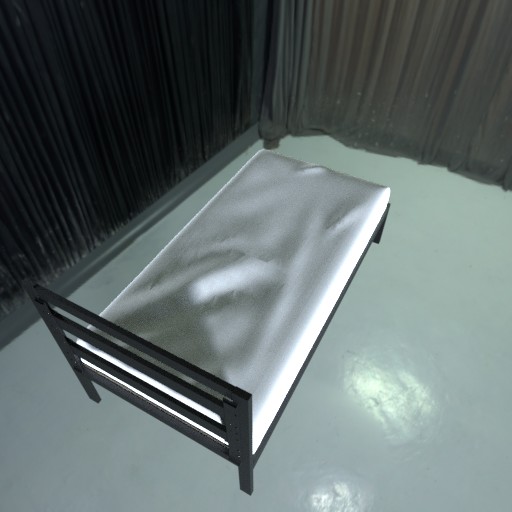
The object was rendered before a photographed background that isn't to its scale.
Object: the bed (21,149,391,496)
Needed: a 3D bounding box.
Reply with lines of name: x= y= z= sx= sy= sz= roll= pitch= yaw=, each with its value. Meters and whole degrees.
bed: x=0.000 y=0.000 z=2.441 sx=0.991 sy=0.967 sz=1.930 roll=22 pitch=50 yaw=19
